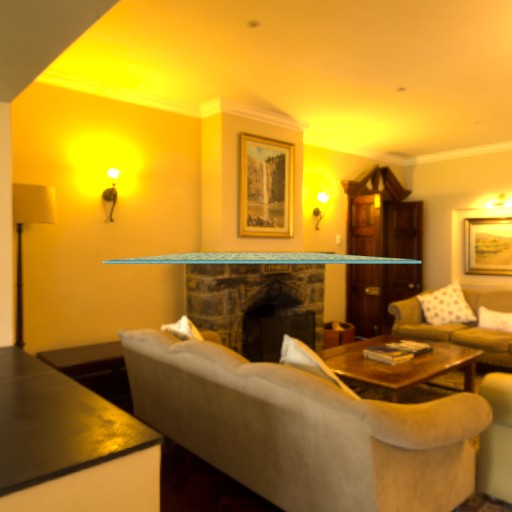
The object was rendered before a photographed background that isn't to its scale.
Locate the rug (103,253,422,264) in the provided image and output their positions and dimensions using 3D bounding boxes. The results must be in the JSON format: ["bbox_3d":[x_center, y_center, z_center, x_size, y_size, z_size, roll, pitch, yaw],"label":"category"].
[{"bbox_3d":[0.000,0.000,1.445,0.604,0.007,1.219,0,1,-1],"label":"rug"}]
